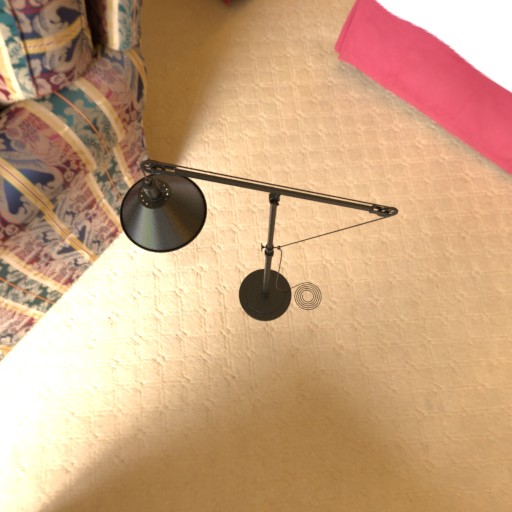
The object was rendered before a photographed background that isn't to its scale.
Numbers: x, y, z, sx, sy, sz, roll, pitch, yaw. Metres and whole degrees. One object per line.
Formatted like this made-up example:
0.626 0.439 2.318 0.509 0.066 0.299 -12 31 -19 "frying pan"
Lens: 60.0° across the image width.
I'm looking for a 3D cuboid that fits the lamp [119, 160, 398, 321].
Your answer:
0.000 0.000 1.921 0.904 1.626 0.319 2 73 1 "lamp"
